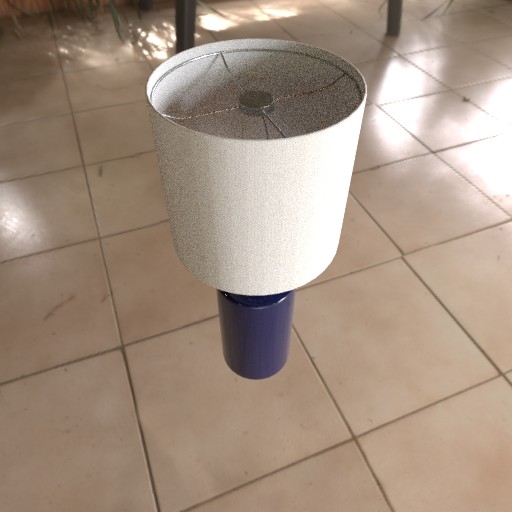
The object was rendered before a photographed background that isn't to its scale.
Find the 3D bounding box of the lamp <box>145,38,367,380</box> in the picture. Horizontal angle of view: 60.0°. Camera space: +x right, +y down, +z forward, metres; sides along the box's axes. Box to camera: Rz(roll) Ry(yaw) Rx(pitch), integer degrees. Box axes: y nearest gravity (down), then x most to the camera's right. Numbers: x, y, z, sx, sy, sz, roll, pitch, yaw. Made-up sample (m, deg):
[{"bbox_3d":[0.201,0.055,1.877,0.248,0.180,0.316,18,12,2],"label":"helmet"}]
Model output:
[{"bbox_3d":[0.000,0.000,0.607,0.212,0.493,0.212,-17,49,-15],"label":"lamp"}]
